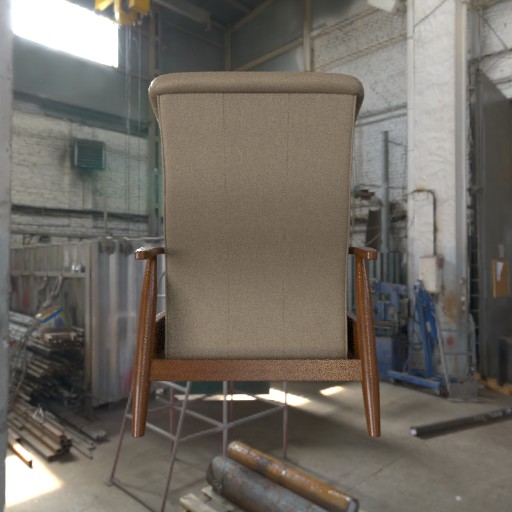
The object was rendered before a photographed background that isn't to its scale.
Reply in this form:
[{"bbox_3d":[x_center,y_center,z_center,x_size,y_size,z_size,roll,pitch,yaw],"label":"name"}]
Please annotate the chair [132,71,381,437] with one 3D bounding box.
[{"bbox_3d":[0.000,0.000,1.789,0.762,1.082,1.032,0,-1,0],"label":"chair"}]
